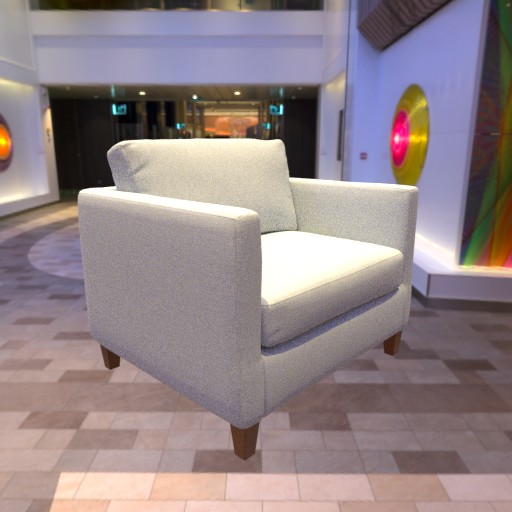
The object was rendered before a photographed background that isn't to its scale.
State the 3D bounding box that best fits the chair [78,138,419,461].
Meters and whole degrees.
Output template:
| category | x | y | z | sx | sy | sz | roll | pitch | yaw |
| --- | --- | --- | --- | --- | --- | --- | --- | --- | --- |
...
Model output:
| category | x | y | z | sx | sy | sz | roll | pitch | yaw |
| --- | --- | --- | --- | --- | --- | --- | --- | --- | --- |
| chair | 0.000 | 0.000 | 1.862 | 0.953 | 0.961 | 1.107 | 13 | 19 | 42 |
